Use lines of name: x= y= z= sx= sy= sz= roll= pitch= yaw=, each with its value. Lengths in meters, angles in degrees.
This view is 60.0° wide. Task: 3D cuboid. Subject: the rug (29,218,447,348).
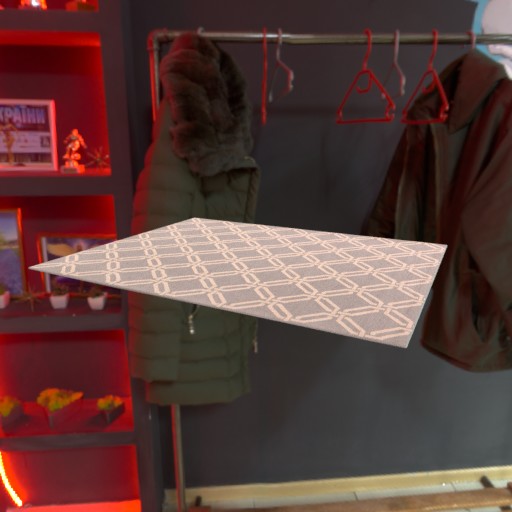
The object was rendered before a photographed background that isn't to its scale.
rug: x=0.000 y=0.000 z=3.858 sx=2.895 sy=0.018 sz=2.288 roll=8 pitch=18 yaw=26
